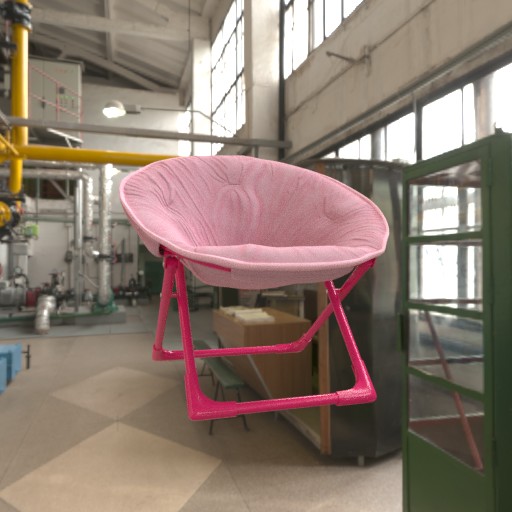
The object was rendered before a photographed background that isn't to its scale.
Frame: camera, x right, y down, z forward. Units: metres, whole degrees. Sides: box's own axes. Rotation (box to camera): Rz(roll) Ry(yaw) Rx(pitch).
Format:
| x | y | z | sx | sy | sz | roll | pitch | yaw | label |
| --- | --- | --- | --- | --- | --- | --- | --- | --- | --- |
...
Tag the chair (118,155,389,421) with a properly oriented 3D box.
| x | y | z | sx | sy | sz | roll | pitch | yaw | label |
| --- | --- | --- | --- | --- | --- | --- | --- | --- | --- |
| 0.000 | 0.000 | 0.881 | 0.522 | 0.494 | 0.459 | 0 | 0 | -16 | chair |
